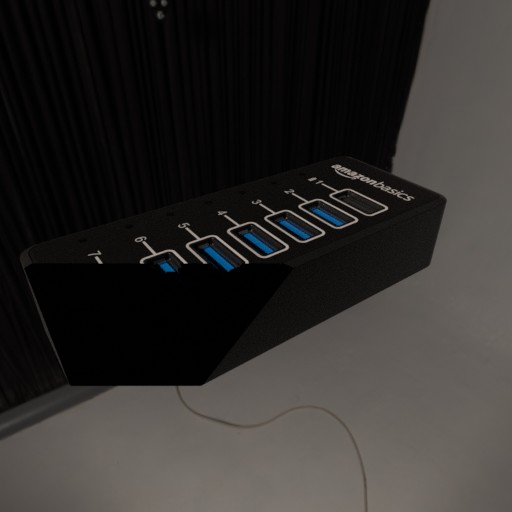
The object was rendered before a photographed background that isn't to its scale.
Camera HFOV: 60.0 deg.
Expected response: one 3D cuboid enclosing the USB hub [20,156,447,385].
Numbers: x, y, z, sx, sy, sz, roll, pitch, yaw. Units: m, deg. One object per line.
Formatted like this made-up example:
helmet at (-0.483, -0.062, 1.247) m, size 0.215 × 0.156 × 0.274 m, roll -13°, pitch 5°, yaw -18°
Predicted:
USB hub at (0.000, 0.000, 0.123) m, size 0.110 × 0.023 × 0.044 m, roll -21°, pitch 39°, yaw -29°
